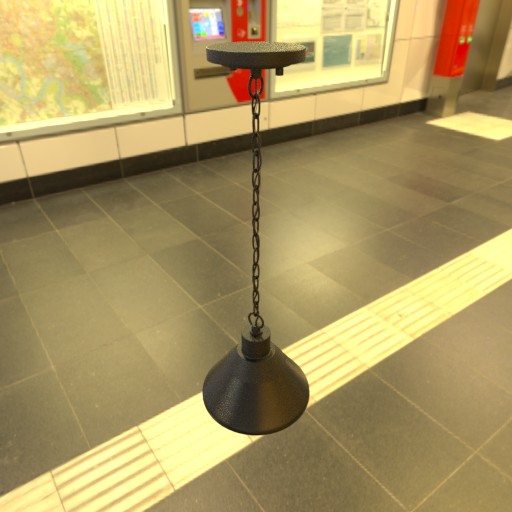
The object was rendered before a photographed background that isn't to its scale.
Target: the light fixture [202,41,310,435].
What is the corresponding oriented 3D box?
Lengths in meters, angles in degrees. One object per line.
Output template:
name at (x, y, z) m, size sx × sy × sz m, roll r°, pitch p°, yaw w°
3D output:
light fixture at (0.000, 0.000, 0.685) m, size 0.201 × 0.588 × 0.201 m, roll 19°, pitch 36°, yaw 29°
